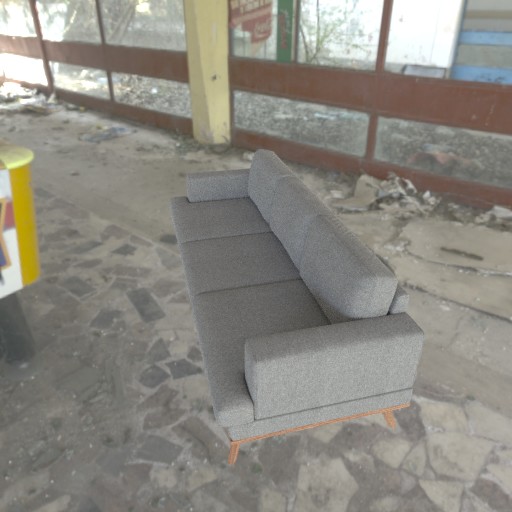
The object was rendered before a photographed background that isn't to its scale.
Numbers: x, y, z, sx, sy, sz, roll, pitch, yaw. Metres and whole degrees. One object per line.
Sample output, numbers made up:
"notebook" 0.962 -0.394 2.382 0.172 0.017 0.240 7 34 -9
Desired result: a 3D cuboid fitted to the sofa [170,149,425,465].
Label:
"sofa" 0.000 0.000 2.825 0.920 0.810 2.310 -7 31 -12
